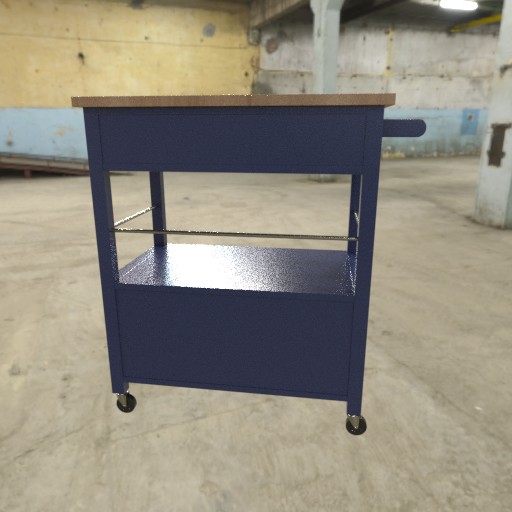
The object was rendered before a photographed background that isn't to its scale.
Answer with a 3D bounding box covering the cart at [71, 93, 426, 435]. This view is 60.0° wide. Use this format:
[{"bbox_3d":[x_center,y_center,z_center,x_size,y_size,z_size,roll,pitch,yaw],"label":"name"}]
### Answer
[{"bbox_3d":[0.000,0.000,1.358,0.840,0.901,0.459,2,16,8],"label":"cart"}]
